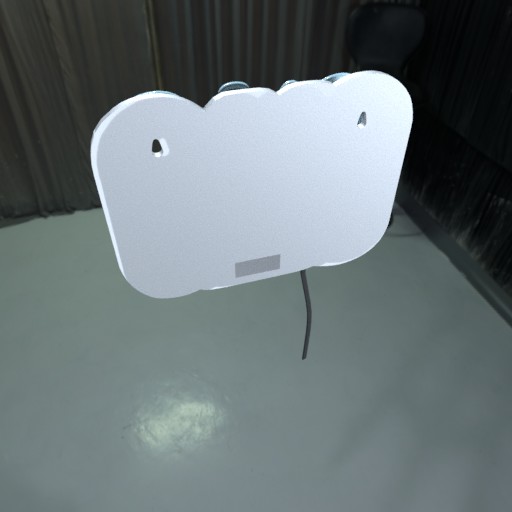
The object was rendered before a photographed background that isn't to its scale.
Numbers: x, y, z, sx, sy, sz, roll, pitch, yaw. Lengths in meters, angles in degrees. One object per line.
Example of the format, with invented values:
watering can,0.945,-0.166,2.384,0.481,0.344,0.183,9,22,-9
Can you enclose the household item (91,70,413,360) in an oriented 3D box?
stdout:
household item,0.000,0.000,0.367,0.211,0.294,0.042,-11,42,-13
